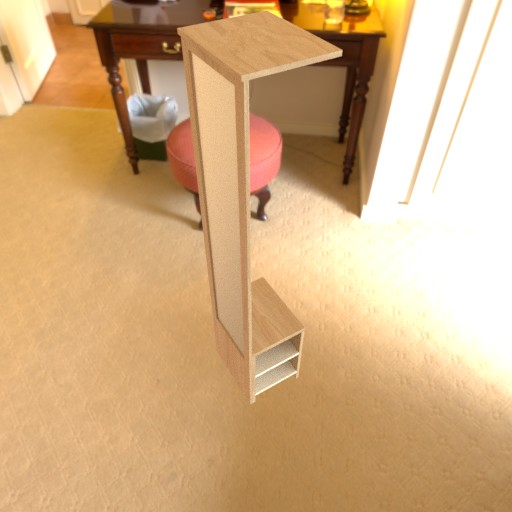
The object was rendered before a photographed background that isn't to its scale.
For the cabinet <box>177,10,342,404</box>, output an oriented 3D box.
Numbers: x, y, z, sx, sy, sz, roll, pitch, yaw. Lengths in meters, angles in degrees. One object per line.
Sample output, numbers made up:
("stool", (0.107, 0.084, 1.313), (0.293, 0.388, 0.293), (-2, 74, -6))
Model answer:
("cabinet", (0.000, 0.000, 2.012), (0.338, 1.879, 0.411), (-23, 50, -21))
